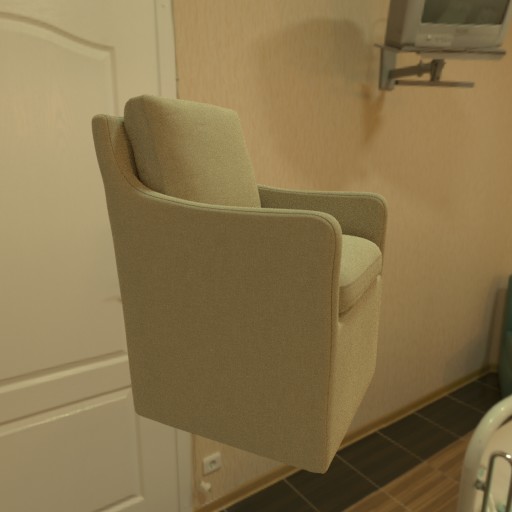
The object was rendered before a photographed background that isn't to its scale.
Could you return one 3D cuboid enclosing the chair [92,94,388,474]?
[{"bbox_3d":[0.000,0.000,1.353,0.694,0.914,0.626,6,14,26],"label":"chair"}]
